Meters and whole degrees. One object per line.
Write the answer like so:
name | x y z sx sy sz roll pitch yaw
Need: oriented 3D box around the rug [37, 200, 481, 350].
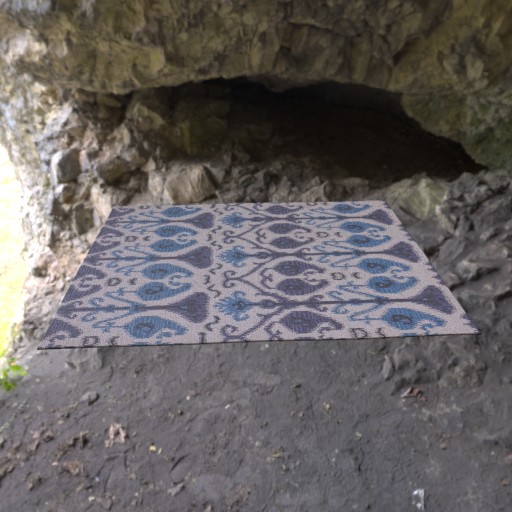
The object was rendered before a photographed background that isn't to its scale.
rug | 0.000 0.000 2.950 2.261 0.013 1.676 -1 31 -2
